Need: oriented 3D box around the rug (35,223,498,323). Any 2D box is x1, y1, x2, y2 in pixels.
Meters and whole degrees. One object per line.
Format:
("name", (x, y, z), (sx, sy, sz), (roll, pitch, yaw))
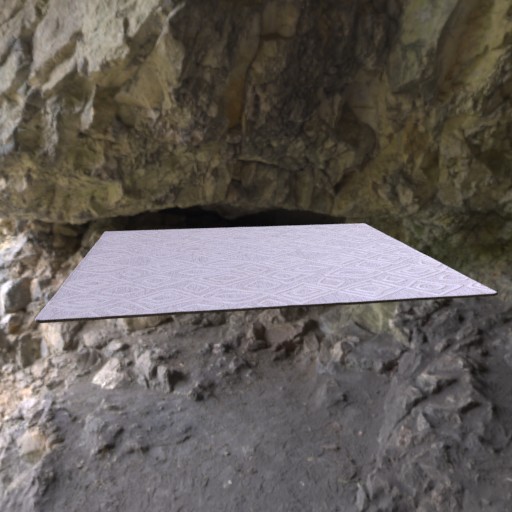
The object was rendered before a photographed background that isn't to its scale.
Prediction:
("rug", (0.000, 0.000, 4.006), (3.049, 0.025, 2.449), (-2, 16, -8))
